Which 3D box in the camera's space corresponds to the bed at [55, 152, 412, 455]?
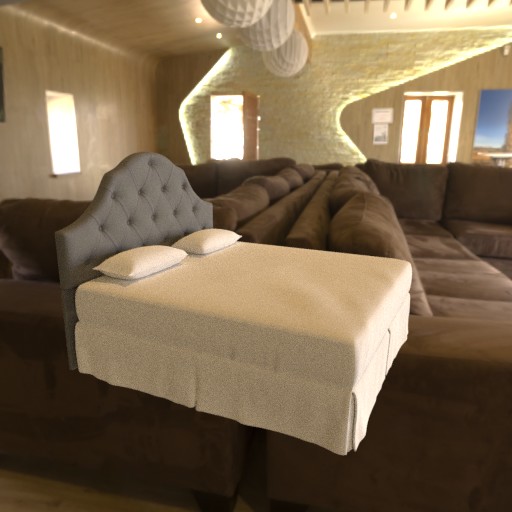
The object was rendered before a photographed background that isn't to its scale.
[{"bbox_3d":[0.000,0.000,3.553,2.214,1.615,2.008,7,16,26],"label":"bed"}]
